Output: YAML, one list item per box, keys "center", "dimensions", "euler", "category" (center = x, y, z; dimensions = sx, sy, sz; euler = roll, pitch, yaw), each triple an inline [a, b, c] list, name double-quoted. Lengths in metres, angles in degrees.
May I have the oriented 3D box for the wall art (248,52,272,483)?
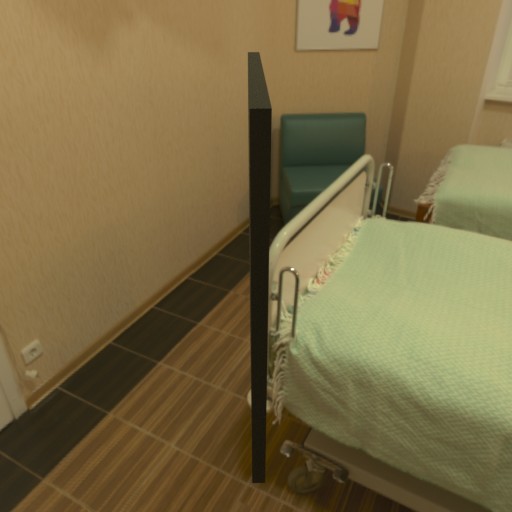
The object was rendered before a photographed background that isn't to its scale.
- center: [0.000, 0.000, 1.367]
  dimensions: [0.038, 1.062, 0.806]
  euler: [-1, 31, -1]
  category: "wall art"
